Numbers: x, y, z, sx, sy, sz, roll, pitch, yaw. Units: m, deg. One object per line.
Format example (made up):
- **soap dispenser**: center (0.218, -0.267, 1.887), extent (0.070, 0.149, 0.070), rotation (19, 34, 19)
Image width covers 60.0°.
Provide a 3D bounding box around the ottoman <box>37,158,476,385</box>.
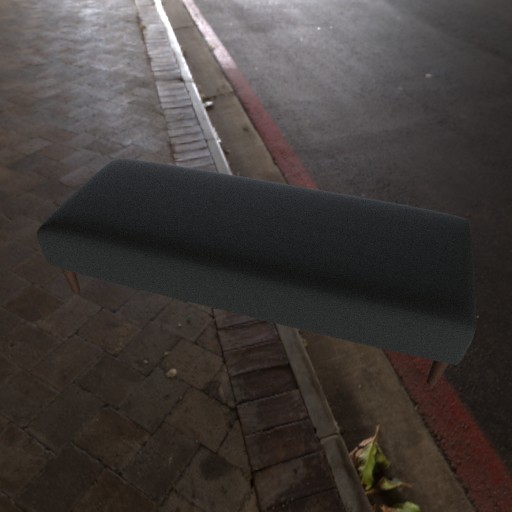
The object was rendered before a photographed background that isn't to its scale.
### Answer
- **ottoman**: center (0.000, 0.000, 1.847), extent (1.609, 0.393, 0.646), rotation (12, 43, 13)
